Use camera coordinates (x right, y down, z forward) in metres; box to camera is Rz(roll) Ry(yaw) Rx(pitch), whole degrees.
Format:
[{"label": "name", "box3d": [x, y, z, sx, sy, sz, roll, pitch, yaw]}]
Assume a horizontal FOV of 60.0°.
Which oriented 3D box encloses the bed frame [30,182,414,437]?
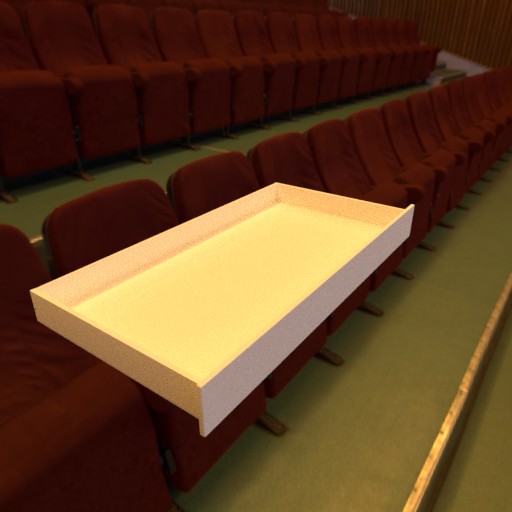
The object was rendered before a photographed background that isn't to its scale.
[{"label": "bed frame", "box3d": [0.000, 0.000, 1.554, 0.670, 0.141, 1.300, 18, 32, 32]}]
